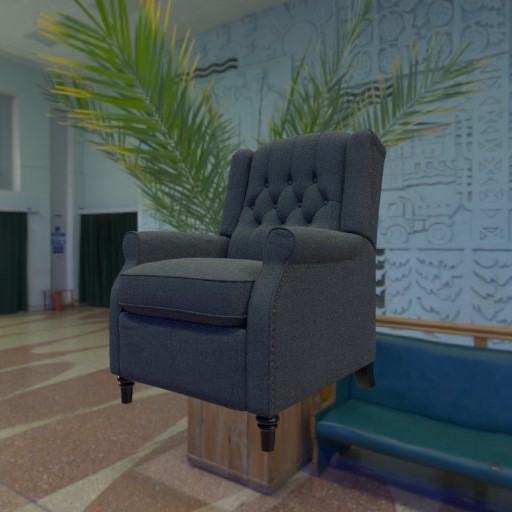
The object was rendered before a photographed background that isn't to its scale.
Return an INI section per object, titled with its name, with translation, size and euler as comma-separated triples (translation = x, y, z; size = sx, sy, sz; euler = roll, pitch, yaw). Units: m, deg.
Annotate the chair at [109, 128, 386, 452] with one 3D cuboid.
[chair]
translation = 0.000, 0.000, 1.655
size = 0.742, 1.035, 0.898
euler = 1, 2, 37
